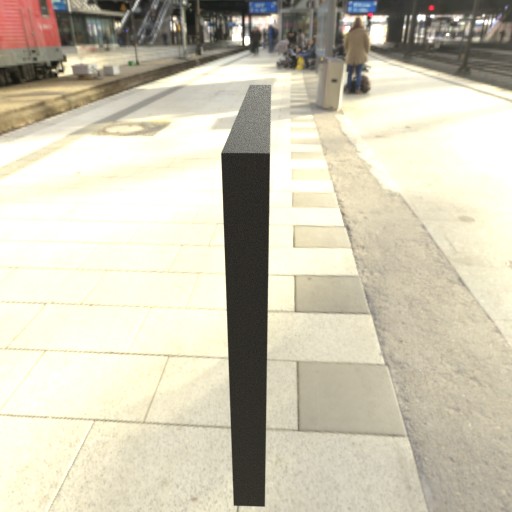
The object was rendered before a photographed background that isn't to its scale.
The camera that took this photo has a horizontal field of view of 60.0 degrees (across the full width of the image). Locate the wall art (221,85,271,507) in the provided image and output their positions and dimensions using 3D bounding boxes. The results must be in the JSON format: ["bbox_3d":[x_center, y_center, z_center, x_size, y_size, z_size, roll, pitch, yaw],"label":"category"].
[{"bbox_3d":[0.000,0.000,0.508,0.029,0.330,0.381,1,27,2],"label":"wall art"}]
